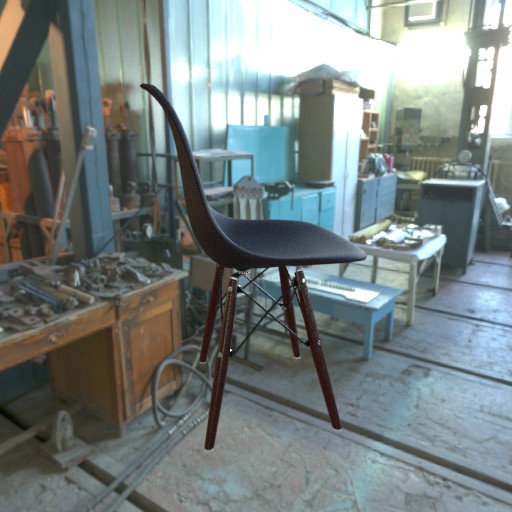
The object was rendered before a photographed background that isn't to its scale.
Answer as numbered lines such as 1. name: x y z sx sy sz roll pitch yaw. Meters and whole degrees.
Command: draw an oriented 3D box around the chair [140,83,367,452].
1. chair: 0.000 0.000 1.159 0.533 0.826 0.470 -3 16 -10
